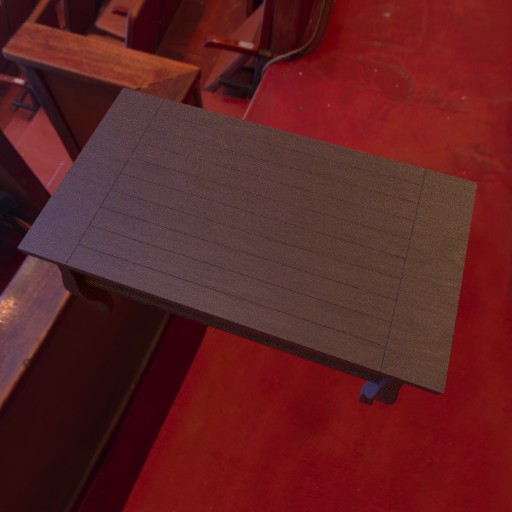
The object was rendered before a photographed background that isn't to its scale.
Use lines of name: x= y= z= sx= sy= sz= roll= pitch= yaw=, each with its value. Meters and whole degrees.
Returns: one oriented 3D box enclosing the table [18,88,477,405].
table: x=0.000 y=0.000 z=1.375 sx=1.062 sy=0.494 sz=0.600 roll=18 pitch=65 yaw=8
